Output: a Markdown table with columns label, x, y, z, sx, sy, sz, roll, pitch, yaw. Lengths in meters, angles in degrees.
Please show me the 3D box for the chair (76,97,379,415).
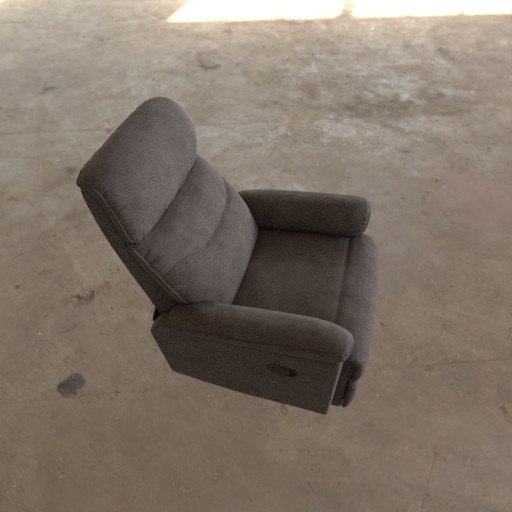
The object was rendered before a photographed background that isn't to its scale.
| label | x | y | z | sx | sy | sz | roll | pitch | yaw |
| --- | --- | --- | --- | --- | --- | --- | --- | --- | --- |
| chair | 0.000 | 0.000 | 1.773 | 1.009 | 1.036 | 0.830 | 11 | 47 | 10 |
